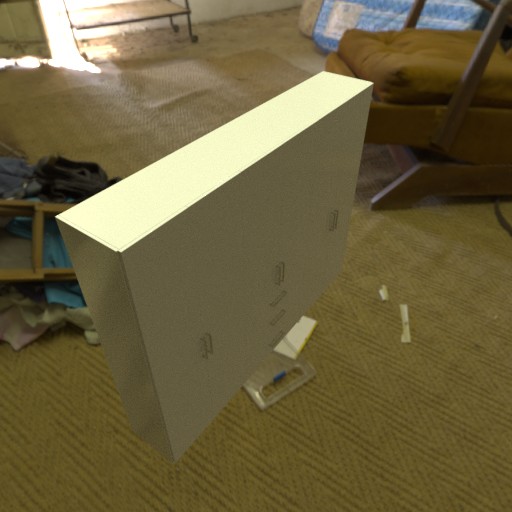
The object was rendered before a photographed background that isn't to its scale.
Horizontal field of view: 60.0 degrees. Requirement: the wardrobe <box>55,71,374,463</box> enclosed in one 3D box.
[{"bbox_3d":[0.000,0.000,4.024,0.580,2.360,3.000,25,47,27],"label":"wardrobe"}]
